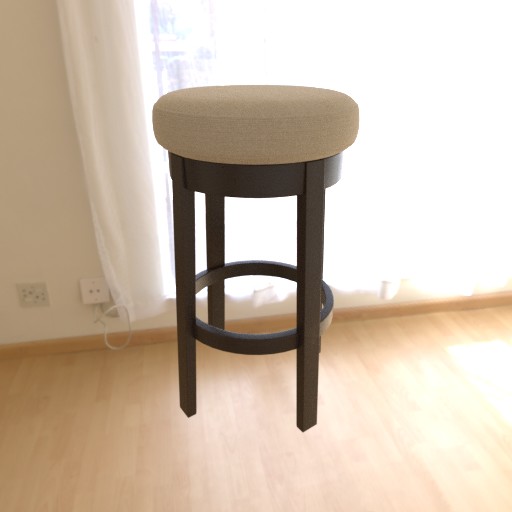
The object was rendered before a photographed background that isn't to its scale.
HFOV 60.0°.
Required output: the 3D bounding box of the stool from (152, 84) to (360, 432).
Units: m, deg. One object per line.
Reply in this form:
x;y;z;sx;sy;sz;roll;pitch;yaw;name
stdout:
0.000;0.000;1.070;0.446;0.758;0.446;0;25;0;stool
